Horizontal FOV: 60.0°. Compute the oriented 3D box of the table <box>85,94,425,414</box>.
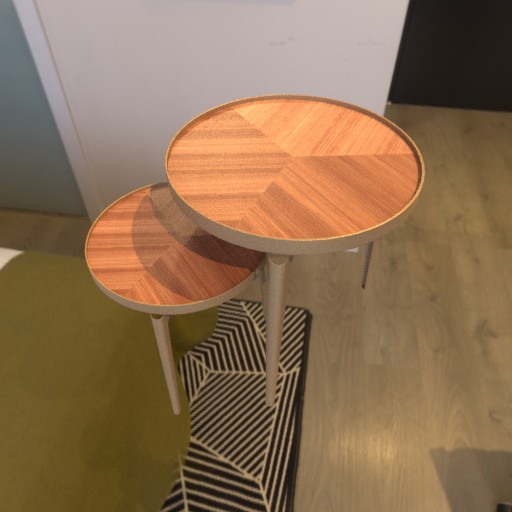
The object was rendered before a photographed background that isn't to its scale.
[{"bbox_3d":[0.000,0.000,1.102,0.751,0.555,0.532,-16,48,-15],"label":"table"}]
